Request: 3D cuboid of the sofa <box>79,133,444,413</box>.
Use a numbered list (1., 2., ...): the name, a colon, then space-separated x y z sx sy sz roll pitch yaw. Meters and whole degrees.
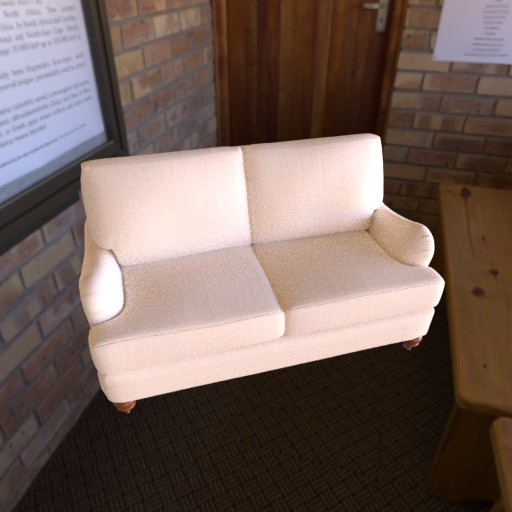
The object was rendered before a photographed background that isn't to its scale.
1. sofa: 0.000 0.000 2.538 1.853 1.101 1.084 -9 34 -13
